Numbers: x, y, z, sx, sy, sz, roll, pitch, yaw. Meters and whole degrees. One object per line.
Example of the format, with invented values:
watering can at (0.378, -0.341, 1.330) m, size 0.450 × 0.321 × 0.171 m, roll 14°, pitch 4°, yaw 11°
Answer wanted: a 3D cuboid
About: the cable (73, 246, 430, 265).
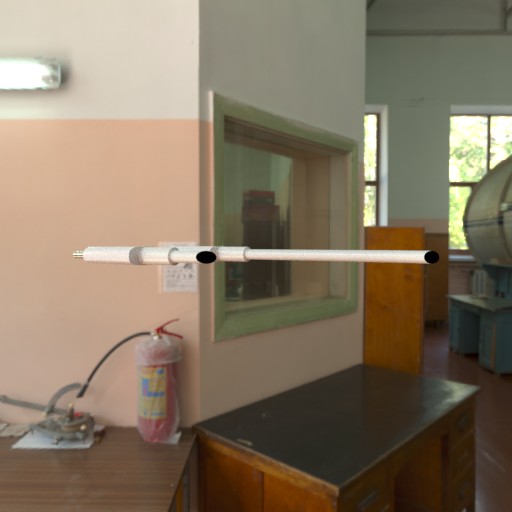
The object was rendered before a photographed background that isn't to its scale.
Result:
cable at (0.000, 0.000, 0.112) m, size 0.098 × 0.005 × 0.041 m, roll 1°, pitch 2°, yaw 35°
